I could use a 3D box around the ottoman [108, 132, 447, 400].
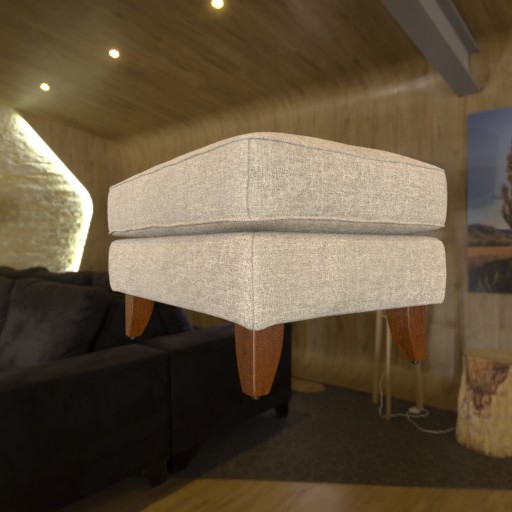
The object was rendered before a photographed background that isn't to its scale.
[{"bbox_3d":[0.000,0.000,1.323,0.661,0.561,0.889,-1,1,-35],"label":"ottoman"}]
